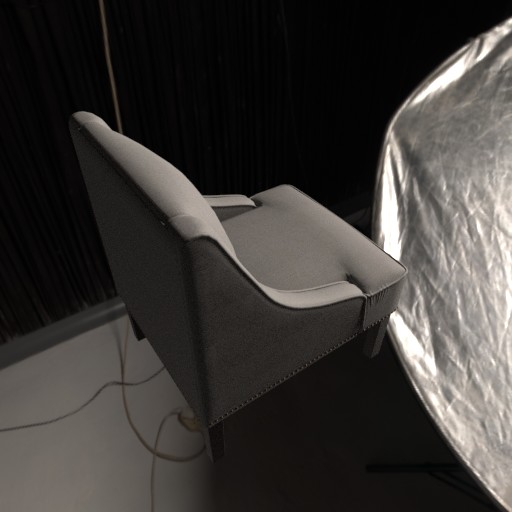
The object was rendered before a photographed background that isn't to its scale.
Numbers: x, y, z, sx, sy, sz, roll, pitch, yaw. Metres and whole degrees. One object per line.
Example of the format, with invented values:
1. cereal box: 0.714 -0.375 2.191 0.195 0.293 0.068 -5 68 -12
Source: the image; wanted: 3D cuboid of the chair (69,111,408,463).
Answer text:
1. chair: 0.000 0.000 1.363 0.747 0.867 0.631 -25 47 -25
